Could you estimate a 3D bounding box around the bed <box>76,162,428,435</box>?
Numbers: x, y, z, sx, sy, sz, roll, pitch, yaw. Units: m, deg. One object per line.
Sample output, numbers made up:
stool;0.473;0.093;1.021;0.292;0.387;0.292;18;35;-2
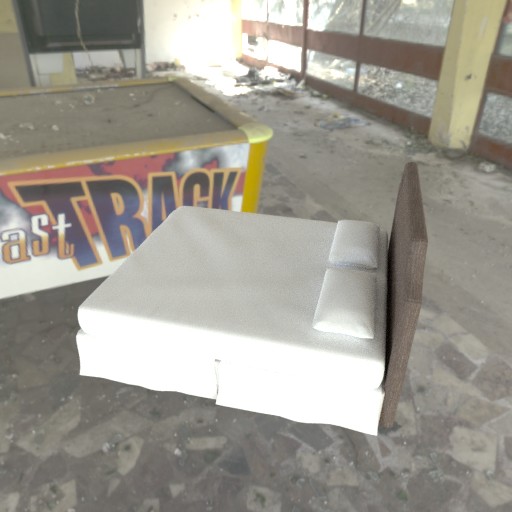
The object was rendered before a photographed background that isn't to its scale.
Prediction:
bed;0.000;0.000;4.280;2.773;1.590;2.350;8;32;13
